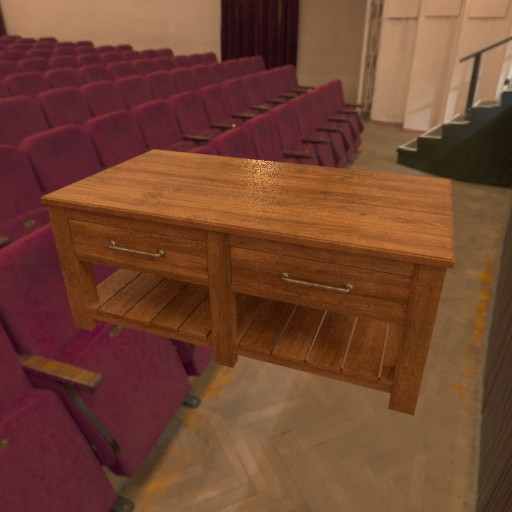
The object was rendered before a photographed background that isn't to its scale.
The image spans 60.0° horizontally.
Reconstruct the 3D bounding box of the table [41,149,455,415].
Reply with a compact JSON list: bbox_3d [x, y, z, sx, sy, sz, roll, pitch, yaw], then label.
[{"bbox_3d":[0.000,0.000,1.502,1.150,0.480,0.635,10,29,18],"label":"table"}]
